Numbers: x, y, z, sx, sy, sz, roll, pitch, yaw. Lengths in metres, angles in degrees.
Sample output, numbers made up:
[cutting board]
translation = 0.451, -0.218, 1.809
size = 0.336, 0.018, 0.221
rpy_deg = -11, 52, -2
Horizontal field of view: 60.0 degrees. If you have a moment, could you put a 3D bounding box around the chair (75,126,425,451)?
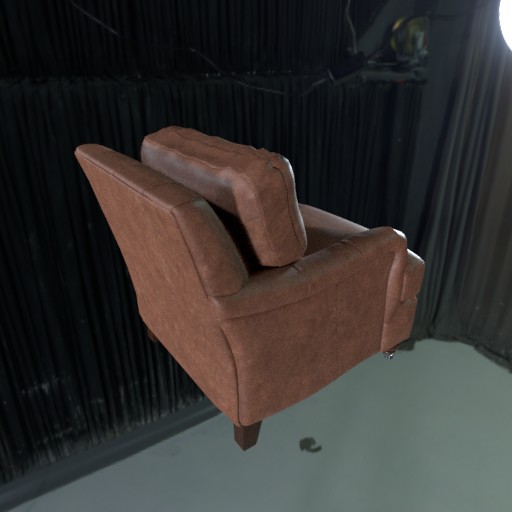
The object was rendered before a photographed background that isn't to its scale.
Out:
[chair]
translation = 0.000, 0.000, 1.923
size = 1.158, 1.055, 0.986
rpy_deg = -17, 31, -32
